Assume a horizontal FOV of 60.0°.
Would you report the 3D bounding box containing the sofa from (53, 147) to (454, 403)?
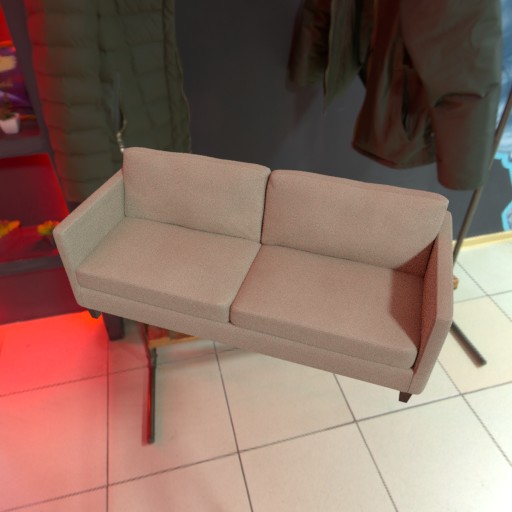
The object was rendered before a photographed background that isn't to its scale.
[{"bbox_3d":[0.000,0.000,2.732,2.181,0.932,0.948,12,42,14],"label":"sofa"}]
